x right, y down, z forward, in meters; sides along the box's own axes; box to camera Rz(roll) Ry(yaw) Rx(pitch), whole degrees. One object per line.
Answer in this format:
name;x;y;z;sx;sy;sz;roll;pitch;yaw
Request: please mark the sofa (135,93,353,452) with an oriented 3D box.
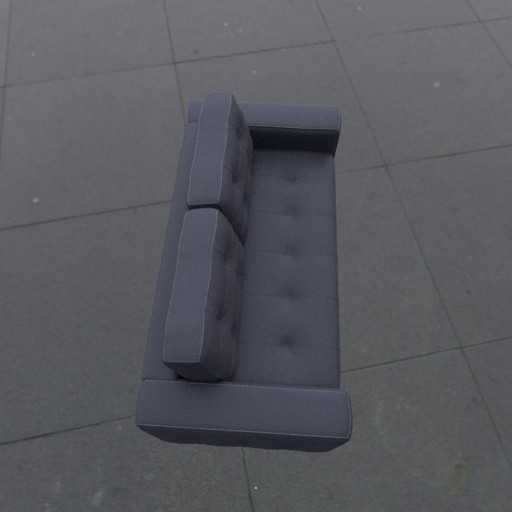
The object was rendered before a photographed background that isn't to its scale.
sofa;0.000;0.000;2.197;0.833;0.893;1.726;3;62;2
